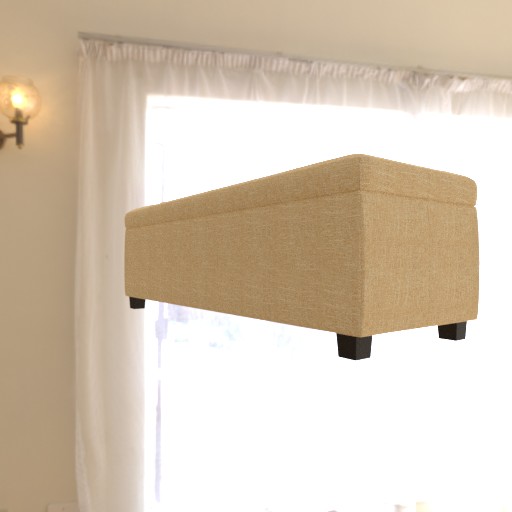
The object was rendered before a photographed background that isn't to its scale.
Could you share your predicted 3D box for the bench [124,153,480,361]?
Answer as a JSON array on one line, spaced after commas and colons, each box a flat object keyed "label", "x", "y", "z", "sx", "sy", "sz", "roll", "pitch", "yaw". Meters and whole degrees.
[{"label": "bench", "x": 0.000, "y": 0.000, "z": 1.411, "sx": 0.432, "sy": 0.406, "sz": 1.219, "roll": 1, "pitch": -1, "yaw": -36}]
